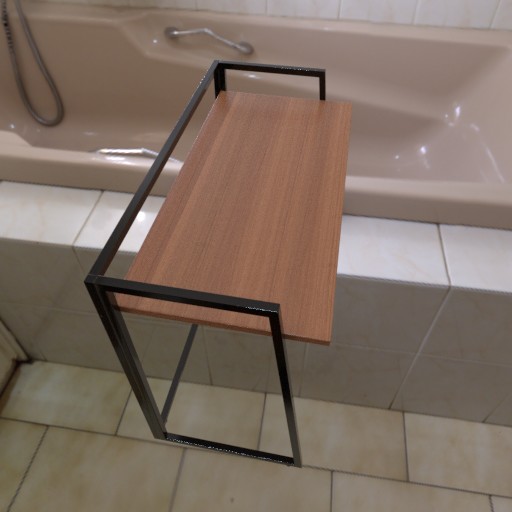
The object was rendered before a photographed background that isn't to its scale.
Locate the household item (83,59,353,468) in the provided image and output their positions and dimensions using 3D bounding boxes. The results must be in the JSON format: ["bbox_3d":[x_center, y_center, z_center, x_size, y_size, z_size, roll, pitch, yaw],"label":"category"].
[{"bbox_3d":[0.000,0.000,1.526,0.510,0.860,1.050,8,48,7],"label":"household item"}]
